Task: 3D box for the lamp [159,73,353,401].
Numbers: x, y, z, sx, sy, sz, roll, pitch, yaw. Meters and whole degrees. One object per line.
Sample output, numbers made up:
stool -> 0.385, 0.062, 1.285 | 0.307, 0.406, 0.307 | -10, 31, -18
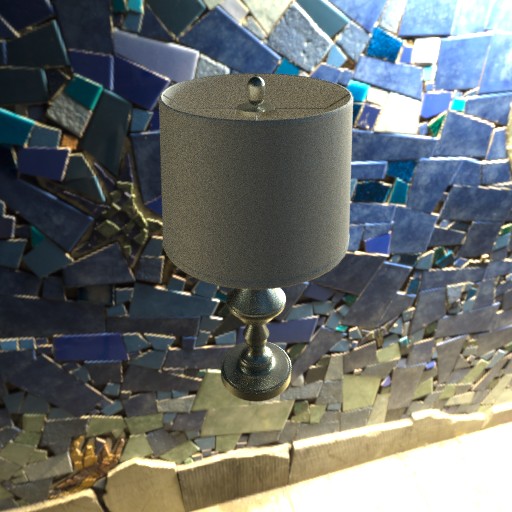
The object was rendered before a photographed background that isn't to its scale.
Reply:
lamp -> 0.000, 0.000, 0.958 | 0.383, 0.733, 0.383 | 0, 33, 0
